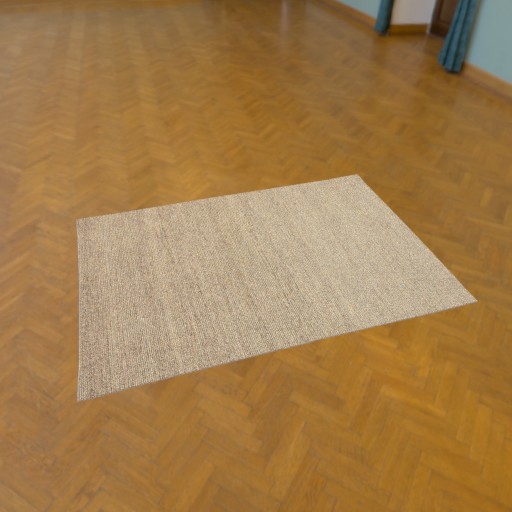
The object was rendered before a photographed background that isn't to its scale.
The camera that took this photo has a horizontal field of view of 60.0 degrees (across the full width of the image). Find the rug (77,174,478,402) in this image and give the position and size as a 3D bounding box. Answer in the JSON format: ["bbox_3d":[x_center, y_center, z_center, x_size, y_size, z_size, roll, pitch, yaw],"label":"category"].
[{"bbox_3d":[0.000,0.000,3.014,2.342,0.030,1.609,-11,41,-13],"label":"rug"}]
